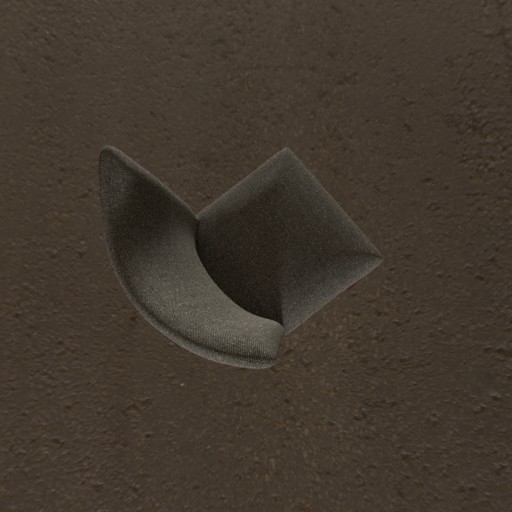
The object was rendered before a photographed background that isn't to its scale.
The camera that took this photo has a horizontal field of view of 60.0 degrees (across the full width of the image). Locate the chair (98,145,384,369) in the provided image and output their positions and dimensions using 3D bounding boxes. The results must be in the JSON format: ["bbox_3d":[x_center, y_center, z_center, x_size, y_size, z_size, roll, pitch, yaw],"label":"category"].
[{"bbox_3d":[0.000,0.000,1.286,0.623,0.924,0.535,-37,78,-9],"label":"chair"}]
